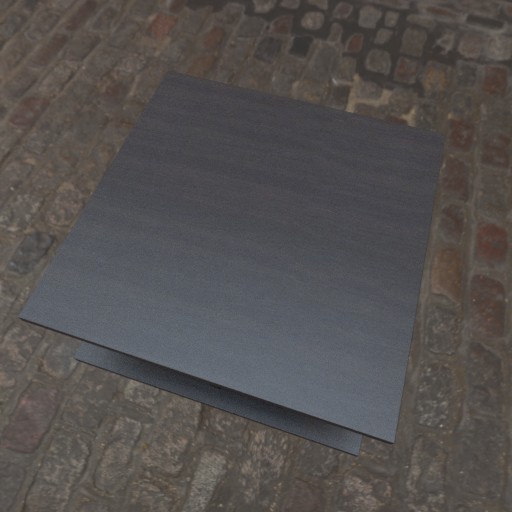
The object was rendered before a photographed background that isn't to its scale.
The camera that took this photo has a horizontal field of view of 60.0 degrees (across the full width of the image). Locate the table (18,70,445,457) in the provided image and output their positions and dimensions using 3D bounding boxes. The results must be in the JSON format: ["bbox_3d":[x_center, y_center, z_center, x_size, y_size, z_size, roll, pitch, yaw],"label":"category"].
[{"bbox_3d":[0.000,0.000,1.181,0.762,0.396,0.762,16,63,8],"label":"table"}]
